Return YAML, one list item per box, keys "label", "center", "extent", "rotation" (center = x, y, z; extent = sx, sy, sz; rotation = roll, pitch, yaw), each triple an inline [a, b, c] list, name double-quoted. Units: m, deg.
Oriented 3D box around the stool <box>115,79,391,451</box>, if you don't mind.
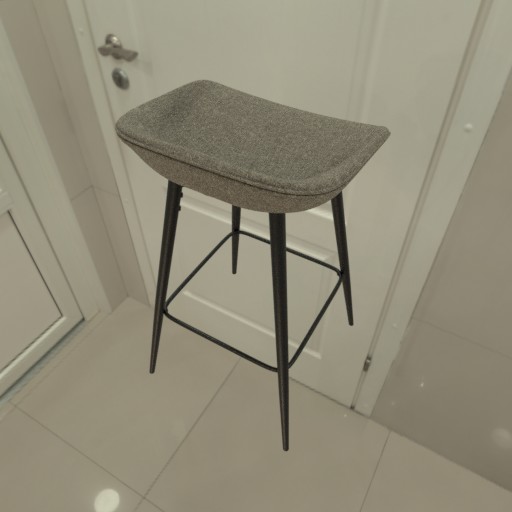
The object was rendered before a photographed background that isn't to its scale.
- label: "stool"
  center: [0.000, 0.000, 1.104]
  extent: [0.469, 0.814, 0.480]
  rotation: [23, 50, 21]
